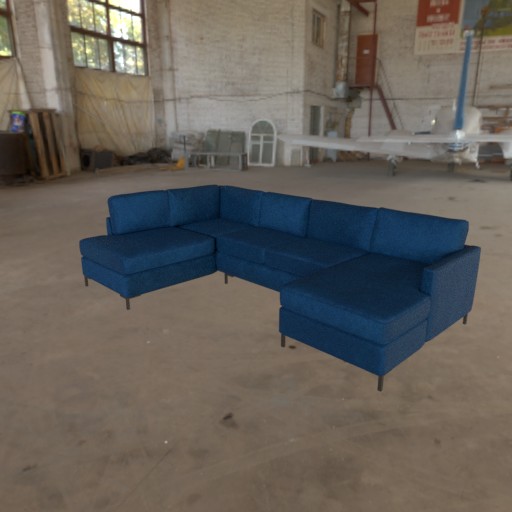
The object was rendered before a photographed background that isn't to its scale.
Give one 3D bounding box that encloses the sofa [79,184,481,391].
[{"bbox_3d":[0.000,0.000,4.307,2.055,0.992,3.434,-16,22,-42],"label":"sofa"}]
